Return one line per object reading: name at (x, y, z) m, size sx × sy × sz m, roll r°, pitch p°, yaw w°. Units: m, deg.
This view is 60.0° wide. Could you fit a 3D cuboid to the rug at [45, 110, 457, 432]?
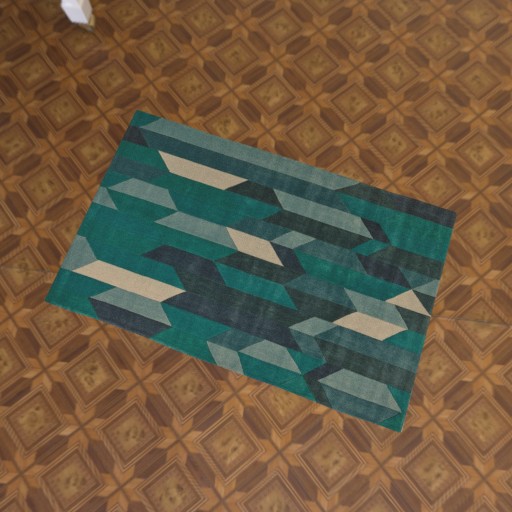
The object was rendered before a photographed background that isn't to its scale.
rug at (0.000, 0.000, 2.995) m, size 2.420 × 0.005 × 1.528 m, roll 19°, pitch 76°, yaw 5°
